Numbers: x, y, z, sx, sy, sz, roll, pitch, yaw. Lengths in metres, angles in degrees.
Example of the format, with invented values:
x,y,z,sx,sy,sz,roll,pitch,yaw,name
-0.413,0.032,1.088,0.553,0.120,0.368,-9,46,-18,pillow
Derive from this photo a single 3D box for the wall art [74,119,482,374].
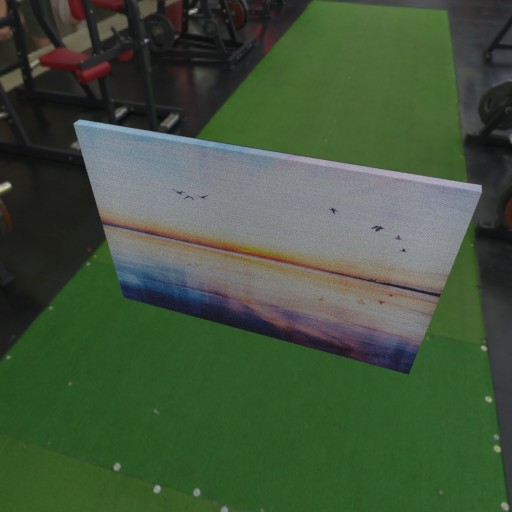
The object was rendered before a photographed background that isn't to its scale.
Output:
x,y,z,sx,sy,sz,roll,pitch,yaw,name
0.000,0.000,1.444,1.137,0.756,0.034,13,43,14,wall art
